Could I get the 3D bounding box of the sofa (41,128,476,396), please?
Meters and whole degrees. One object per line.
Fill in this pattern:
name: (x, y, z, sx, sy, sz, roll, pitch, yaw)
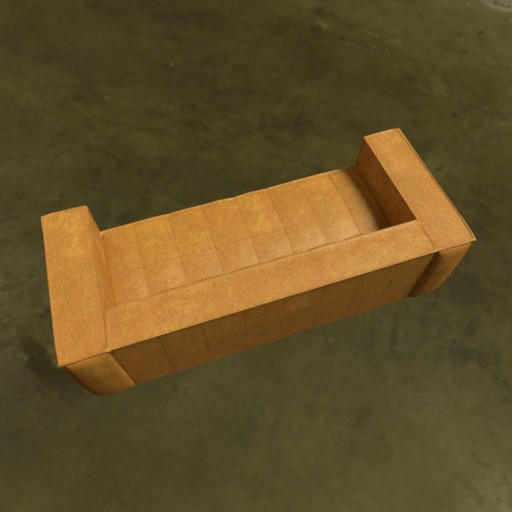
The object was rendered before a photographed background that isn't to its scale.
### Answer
sofa: (0.000, 0.000, 3.055, 2.581, 0.701, 1.102, -16, 60, -10)
